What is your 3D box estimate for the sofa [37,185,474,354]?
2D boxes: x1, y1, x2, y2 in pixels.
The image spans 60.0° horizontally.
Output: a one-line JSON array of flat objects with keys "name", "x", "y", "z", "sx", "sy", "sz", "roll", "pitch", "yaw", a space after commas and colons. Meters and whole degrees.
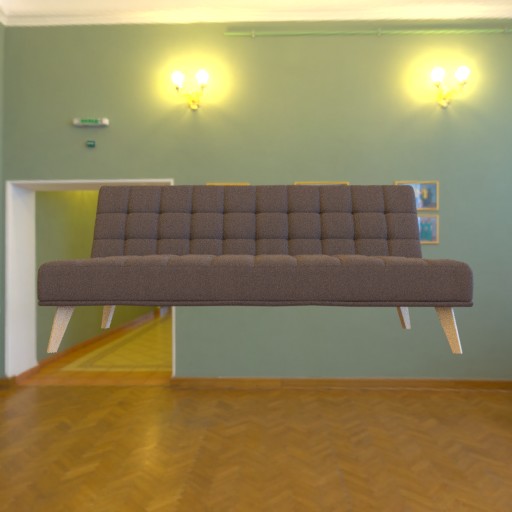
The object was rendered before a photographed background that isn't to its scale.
[{"name": "sofa", "x": 0.000, "y": 0.000, "z": 2.226, "sx": 1.800, "sy": 0.810, "sz": 0.860, "roll": 0, "pitch": 0, "yaw": 1}]
